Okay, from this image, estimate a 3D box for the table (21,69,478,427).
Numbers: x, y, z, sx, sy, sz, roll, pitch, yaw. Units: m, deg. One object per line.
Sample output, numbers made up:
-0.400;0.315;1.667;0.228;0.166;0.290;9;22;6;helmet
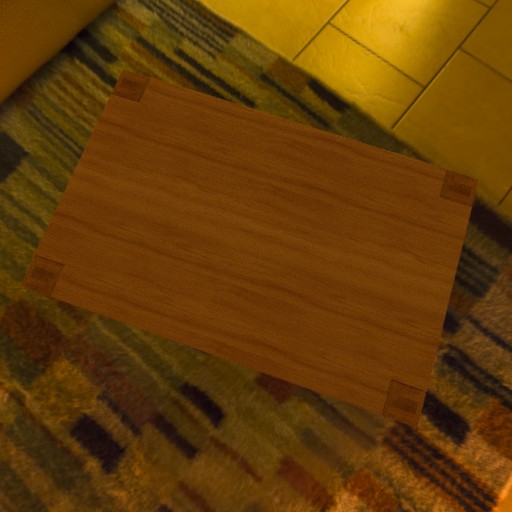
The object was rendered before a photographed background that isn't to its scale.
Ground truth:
0.000;0.000;1.930;1.400;0.760;0.900;19;77;4;table
